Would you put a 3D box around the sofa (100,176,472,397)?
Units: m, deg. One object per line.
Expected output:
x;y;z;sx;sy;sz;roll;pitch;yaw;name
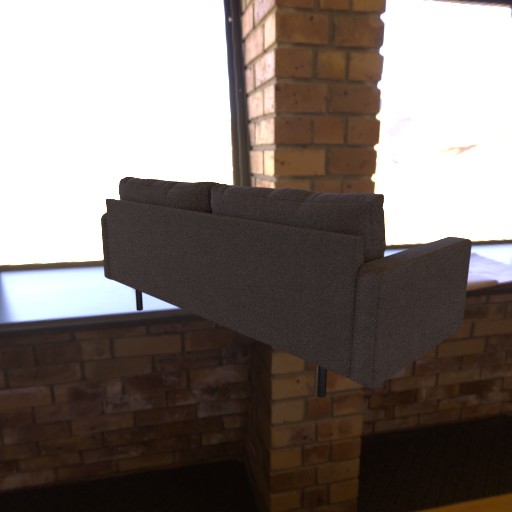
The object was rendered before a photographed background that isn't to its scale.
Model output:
0.000;0.000;2.581;0.880;0.880;2.100;-13;18;-43;sofa
